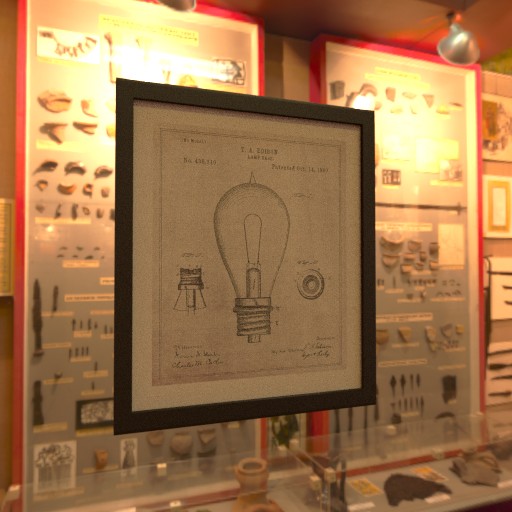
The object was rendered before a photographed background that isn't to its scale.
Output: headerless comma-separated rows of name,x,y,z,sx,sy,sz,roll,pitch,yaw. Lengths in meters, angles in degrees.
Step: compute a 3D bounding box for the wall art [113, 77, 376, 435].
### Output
wall art,0.000,0.000,0.708,0.430,0.509,0.021,0,-1,-19
